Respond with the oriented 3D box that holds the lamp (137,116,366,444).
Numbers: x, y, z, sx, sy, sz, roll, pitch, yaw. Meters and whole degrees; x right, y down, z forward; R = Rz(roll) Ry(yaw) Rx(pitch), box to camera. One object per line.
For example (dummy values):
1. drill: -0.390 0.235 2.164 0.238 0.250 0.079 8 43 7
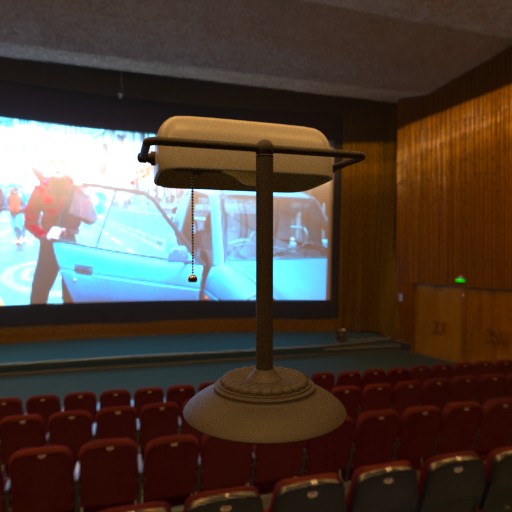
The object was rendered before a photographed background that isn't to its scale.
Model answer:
1. lamp: 0.000 0.000 0.521 0.264 0.339 0.243 0 1 -17
